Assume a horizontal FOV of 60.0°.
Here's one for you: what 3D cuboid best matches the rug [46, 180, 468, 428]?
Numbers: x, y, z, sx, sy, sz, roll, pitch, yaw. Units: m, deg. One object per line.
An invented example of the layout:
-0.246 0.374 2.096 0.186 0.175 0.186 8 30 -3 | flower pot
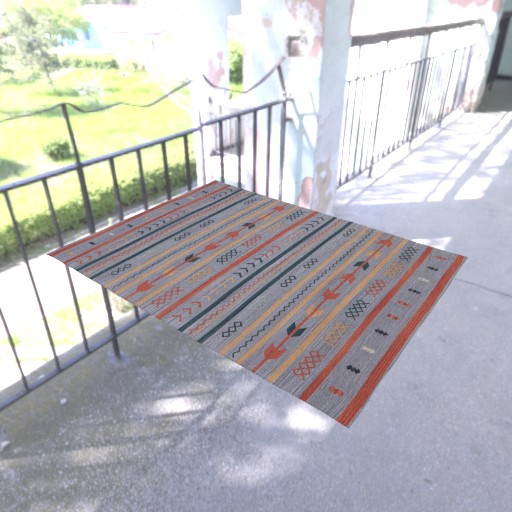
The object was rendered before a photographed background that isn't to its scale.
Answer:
0.000 0.000 3.962 3.029 0.022 2.263 22 37 31 | rug
